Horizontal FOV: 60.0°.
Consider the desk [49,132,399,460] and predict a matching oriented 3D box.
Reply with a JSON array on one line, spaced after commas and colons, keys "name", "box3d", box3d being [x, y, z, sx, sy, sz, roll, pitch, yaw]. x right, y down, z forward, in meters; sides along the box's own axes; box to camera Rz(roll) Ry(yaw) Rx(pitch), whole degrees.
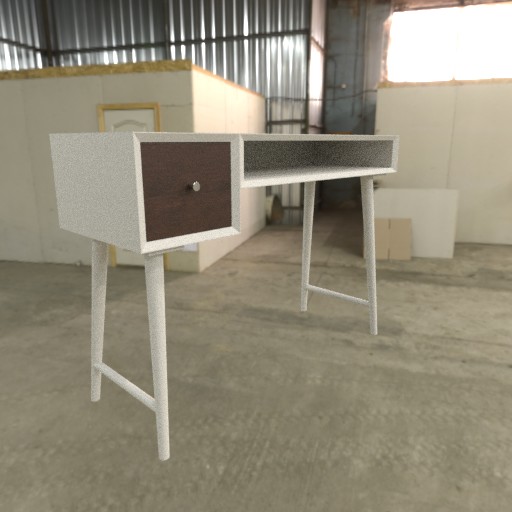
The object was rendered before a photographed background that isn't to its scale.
[{"name": "desk", "box3d": [0.000, 0.000, 1.442, 0.409, 0.761, 1.069, 14, 20, 43]}]
